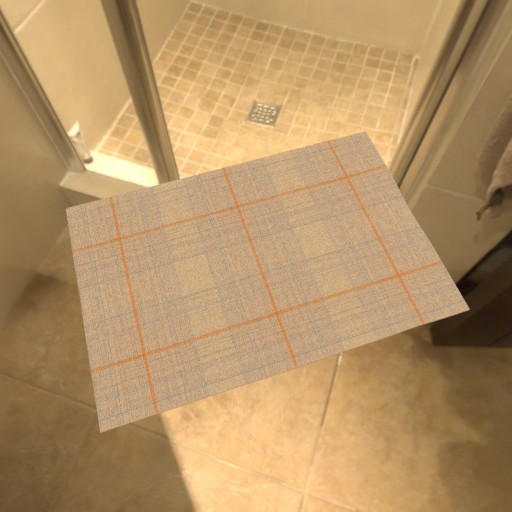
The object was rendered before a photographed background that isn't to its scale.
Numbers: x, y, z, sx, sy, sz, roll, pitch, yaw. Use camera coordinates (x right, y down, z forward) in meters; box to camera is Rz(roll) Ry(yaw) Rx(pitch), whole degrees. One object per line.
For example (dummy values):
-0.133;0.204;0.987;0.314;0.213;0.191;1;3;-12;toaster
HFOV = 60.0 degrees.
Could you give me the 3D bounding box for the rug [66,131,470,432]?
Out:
0.000;0.000;2.327;1.825;0.015;1.232;-16;64;-8;rug
